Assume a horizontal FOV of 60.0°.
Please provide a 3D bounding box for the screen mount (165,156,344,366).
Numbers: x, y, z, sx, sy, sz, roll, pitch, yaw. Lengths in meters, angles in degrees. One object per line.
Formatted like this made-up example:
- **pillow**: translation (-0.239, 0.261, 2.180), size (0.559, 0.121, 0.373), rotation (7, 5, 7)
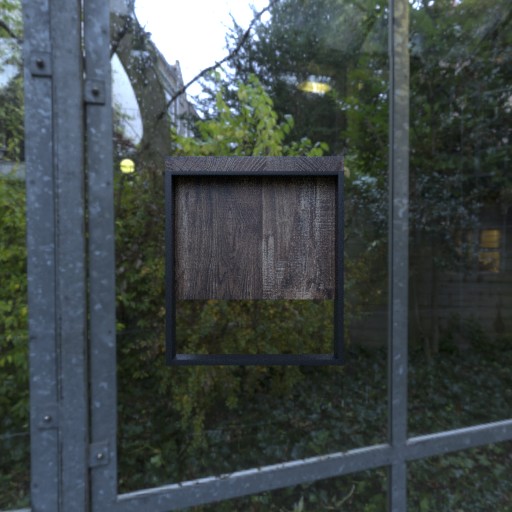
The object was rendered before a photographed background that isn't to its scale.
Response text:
- **screen mount**: translation (0.000, 0.000, 1.714), size (0.395, 0.450, 1.524), rotation (0, 1, 0)
